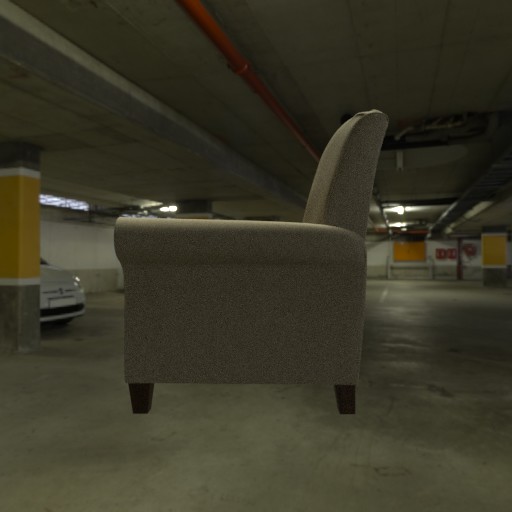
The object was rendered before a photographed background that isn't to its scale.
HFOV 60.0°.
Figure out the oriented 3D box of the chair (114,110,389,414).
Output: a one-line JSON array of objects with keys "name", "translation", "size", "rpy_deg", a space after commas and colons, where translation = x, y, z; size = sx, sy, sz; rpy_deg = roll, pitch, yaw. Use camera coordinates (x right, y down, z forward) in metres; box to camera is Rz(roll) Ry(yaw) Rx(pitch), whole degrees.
[{"name": "chair", "translation": [0.000, 0.000, 1.835], "size": [0.905, 1.061, 0.978], "rpy_deg": [0, -1, 0]}]
